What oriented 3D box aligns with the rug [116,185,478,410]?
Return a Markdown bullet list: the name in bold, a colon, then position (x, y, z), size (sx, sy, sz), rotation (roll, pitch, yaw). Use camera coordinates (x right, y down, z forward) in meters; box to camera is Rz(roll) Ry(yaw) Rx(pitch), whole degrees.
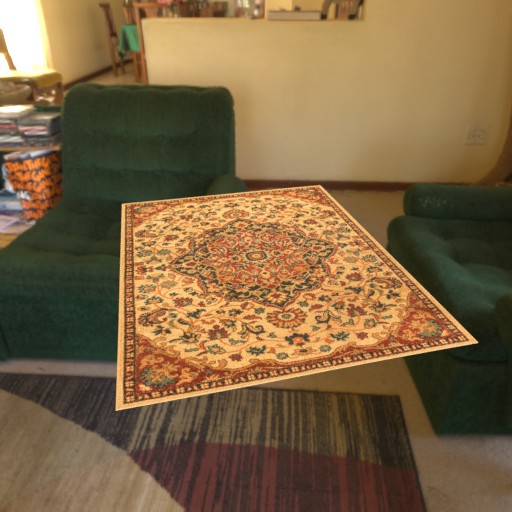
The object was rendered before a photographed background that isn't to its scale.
- **rug**: position (0.000, 0.000, 4.131), size (2.454, 0.005, 3.067), rotation (-7, 31, -12)
